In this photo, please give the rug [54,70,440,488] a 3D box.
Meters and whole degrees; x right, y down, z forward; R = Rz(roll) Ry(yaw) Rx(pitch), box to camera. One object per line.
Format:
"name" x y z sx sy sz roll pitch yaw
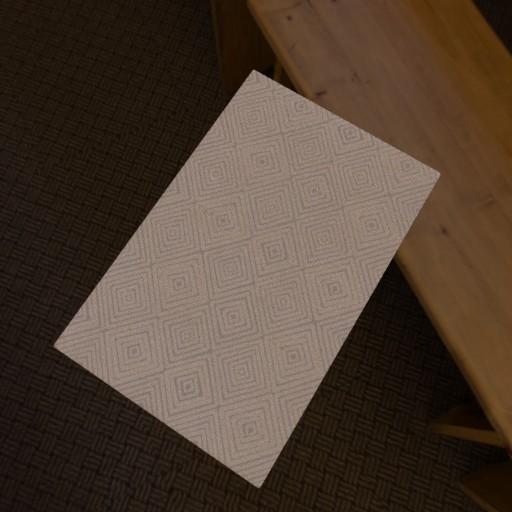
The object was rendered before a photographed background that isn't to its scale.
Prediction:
"rug" 0.000 0.000 2.182 1.143 0.008 1.753 32 79 7
